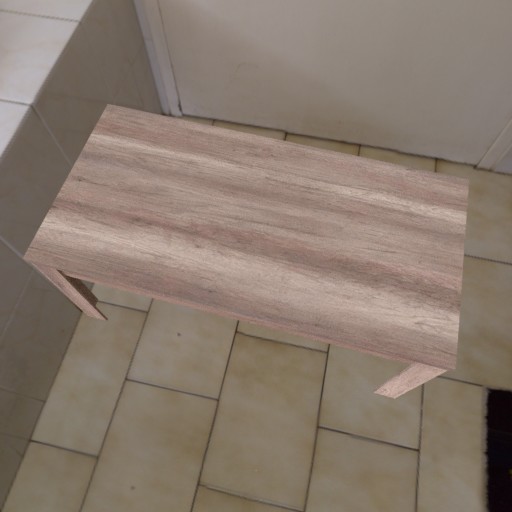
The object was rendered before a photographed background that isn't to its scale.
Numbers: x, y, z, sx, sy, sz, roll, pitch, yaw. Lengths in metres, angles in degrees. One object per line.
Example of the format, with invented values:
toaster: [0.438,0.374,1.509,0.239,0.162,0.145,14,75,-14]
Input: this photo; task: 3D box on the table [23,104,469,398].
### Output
table: [0.000,0.000,2.316,1.800,0.790,0.900,14,65,6]
